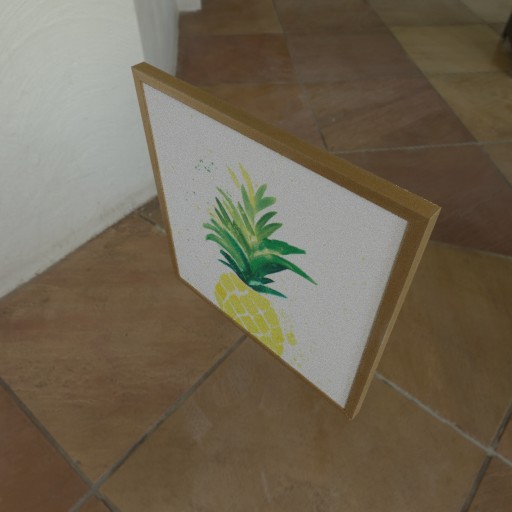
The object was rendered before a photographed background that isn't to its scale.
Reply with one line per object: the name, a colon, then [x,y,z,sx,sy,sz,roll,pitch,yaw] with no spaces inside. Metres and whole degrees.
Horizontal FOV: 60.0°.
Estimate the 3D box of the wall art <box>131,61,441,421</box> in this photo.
wall art: [0.000,0.000,1.140,0.762,0.760,0.037,35,56,28]
